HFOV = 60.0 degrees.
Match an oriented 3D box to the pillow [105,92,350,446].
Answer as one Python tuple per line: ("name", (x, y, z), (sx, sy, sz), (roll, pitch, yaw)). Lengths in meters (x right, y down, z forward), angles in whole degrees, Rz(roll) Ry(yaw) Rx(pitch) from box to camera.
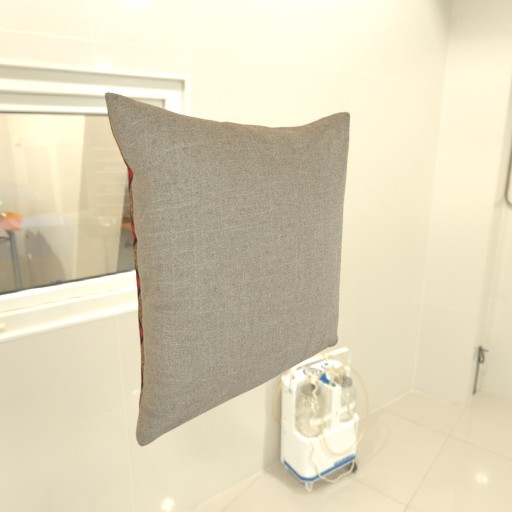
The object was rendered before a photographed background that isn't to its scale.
("pillow", (0.000, 0.000, 0.781), (0.513, 0.511, 0.158), (-14, 21, -43))
